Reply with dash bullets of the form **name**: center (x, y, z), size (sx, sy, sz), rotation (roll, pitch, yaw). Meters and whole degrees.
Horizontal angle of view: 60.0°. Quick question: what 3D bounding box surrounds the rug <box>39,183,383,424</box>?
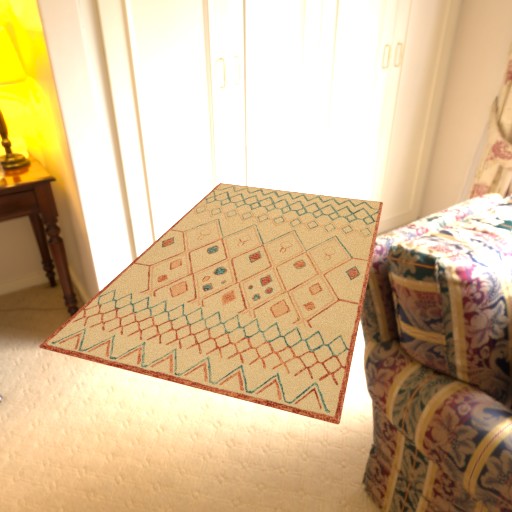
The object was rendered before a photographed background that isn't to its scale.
- **rug**: center (0.000, 0.000, 3.046), size (1.524, 0.015, 2.438), rotation (9, 31, 16)
